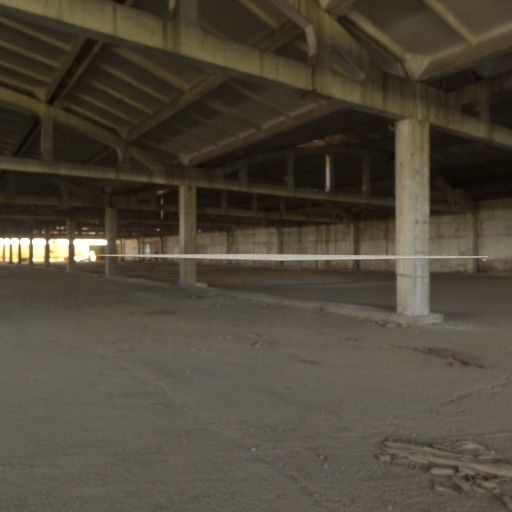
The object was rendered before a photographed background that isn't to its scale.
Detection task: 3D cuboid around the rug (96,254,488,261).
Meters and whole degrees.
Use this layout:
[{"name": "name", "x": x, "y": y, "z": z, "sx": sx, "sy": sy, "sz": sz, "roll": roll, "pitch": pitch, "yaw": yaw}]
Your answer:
[{"name": "rug", "x": 0.000, "y": 0.000, "z": 3.074, "sx": 1.523, "sy": 0.008, "sz": 2.438, "roll": 0, "pitch": 1, "yaw": -35}]
